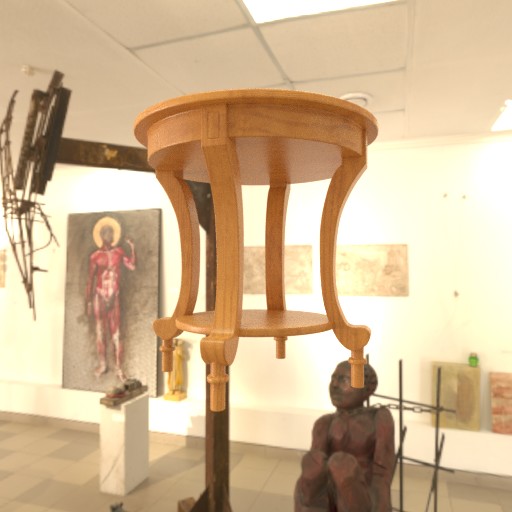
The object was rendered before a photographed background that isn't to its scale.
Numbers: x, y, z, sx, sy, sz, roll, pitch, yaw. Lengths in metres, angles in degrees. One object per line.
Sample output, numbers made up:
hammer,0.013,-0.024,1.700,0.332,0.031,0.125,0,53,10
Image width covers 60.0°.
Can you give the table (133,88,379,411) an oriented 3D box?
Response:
table,0.000,0.000,1.114,0.597,0.612,0.597,0,-1,0
